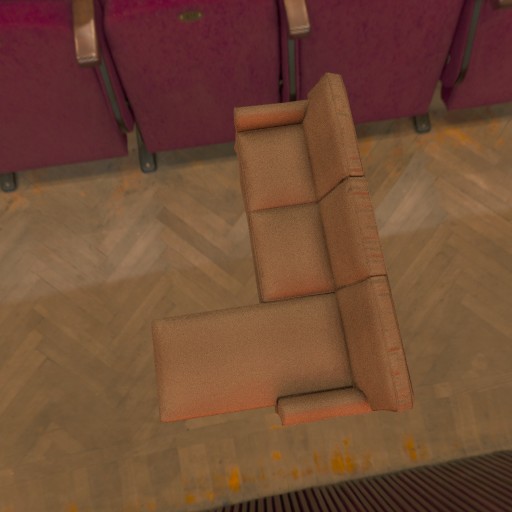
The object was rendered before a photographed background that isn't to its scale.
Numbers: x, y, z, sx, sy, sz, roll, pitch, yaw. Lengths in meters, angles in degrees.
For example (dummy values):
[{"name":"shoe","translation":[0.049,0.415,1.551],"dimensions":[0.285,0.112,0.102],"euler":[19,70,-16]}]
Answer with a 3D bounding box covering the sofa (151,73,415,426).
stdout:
[{"name":"sofa","translation":[0.000,0.000,3.391],"dimensions":[1.733,0.978,2.475],"euler":[-8,76,-2]}]
